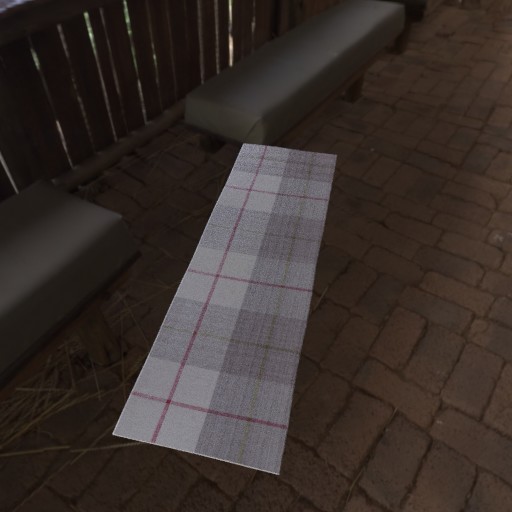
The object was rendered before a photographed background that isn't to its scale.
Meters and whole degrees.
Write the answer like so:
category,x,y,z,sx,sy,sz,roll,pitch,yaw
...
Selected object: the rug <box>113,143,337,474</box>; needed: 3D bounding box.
category,x,y,z,sx,sy,sz,roll,pitch,yaw
rug,0.000,0.000,2.748,0.762,0.013,2.439,9,47,9
